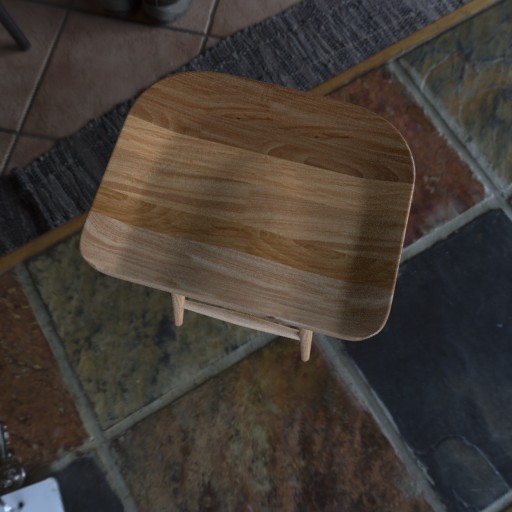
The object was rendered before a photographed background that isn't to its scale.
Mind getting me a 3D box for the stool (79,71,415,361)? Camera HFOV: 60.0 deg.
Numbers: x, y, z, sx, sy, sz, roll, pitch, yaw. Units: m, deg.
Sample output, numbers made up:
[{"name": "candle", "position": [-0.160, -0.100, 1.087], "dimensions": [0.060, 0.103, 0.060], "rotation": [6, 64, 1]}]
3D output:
[{"name": "stool", "position": [0.000, 0.000, 0.927], "dimensions": [0.407, 0.698, 0.322], "rotation": [15, 75, 4]}]
